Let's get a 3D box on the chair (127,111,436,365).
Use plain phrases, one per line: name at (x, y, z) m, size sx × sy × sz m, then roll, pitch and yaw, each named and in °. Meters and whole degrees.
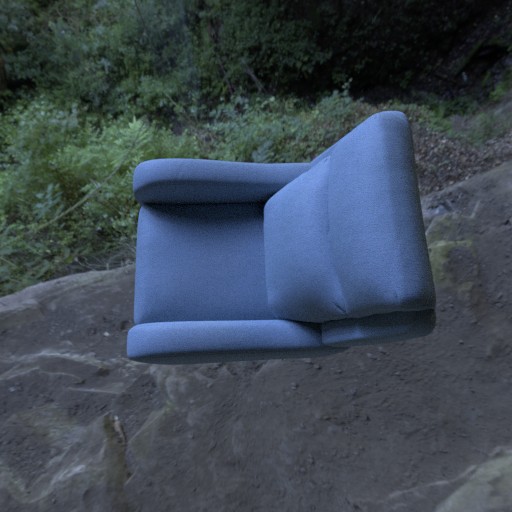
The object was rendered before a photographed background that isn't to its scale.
chair at (0.000, 0.000, 1.727) m, size 0.988 × 1.067 × 0.785 m, roll -2°, pitch 75°, yaw -1°
